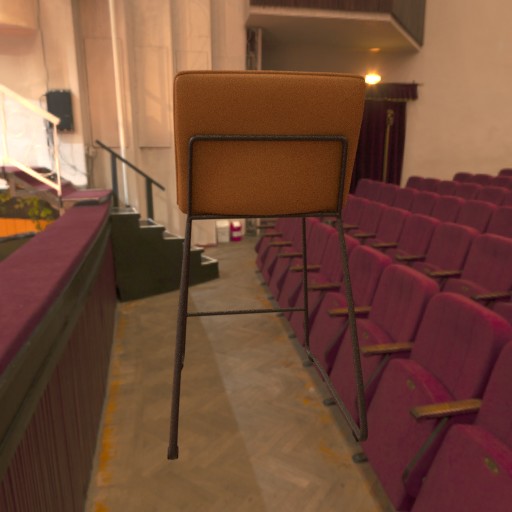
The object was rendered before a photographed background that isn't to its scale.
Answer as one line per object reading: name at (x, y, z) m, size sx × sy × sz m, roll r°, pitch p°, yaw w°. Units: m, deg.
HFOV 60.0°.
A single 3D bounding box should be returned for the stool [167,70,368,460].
stool at (0.000, 0.000, 1.202) m, size 0.489 × 0.866 × 0.524 m, roll -2°, pitch 14°, yaw -8°
